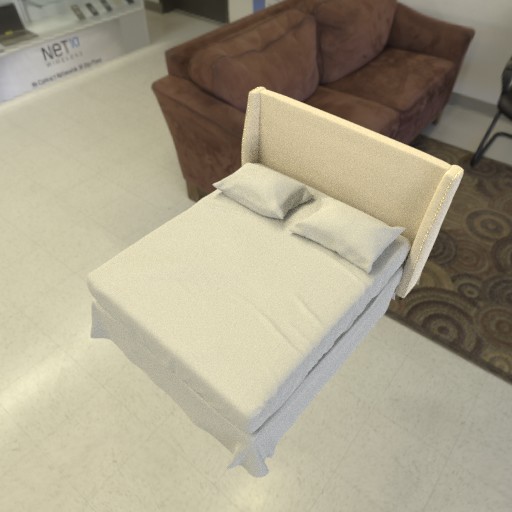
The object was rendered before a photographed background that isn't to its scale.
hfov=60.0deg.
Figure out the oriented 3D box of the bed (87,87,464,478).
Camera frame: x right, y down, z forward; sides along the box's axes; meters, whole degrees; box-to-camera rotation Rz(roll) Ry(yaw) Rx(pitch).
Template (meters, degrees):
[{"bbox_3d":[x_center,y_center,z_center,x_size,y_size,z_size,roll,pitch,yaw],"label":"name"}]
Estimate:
[{"bbox_3d":[0.000,0.000,3.399,1.925,1.332,2.276,32,55,27],"label":"bed"}]
